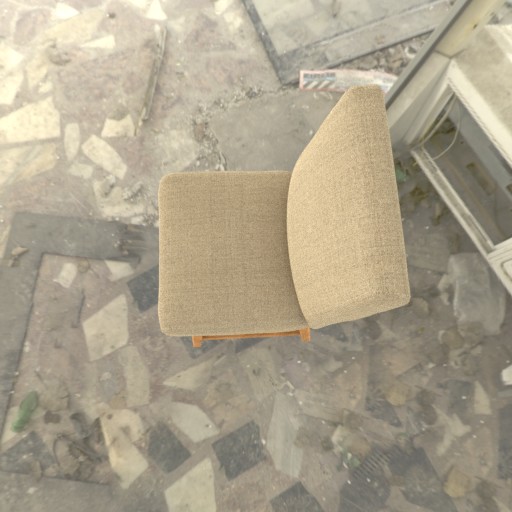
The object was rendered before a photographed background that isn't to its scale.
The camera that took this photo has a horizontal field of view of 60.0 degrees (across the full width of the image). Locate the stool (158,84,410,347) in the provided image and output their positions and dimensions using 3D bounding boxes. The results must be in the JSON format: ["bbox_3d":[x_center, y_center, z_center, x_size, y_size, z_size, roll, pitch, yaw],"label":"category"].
[{"bbox_3d":[0.000,0.000,1.285,0.526,1.010,0.459,-3,76,-1],"label":"stool"}]
